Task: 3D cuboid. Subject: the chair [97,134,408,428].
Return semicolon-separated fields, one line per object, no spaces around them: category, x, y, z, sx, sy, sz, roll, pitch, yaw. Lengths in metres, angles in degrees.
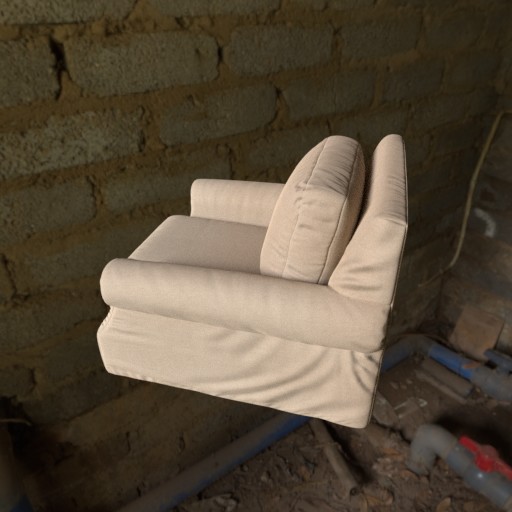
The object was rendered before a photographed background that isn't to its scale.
chair;0.000;0.000;1.768;1.066;0.866;0.940;8;32;13
